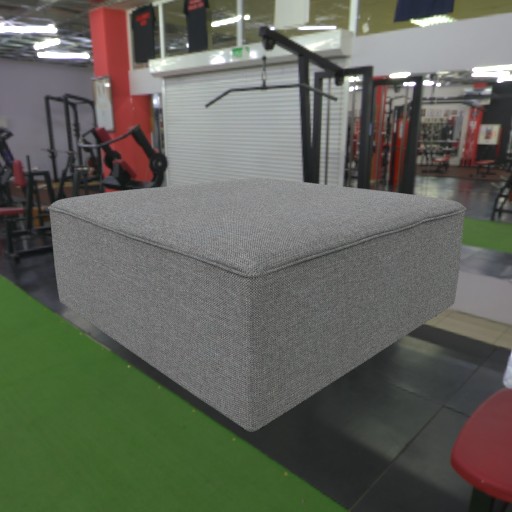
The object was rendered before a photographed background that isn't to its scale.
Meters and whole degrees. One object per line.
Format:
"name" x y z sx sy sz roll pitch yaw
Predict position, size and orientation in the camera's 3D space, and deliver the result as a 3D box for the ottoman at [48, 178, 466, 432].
"ottoman" 0.000 0.000 1.522 1.017 0.423 1.023 -15 22 -41
